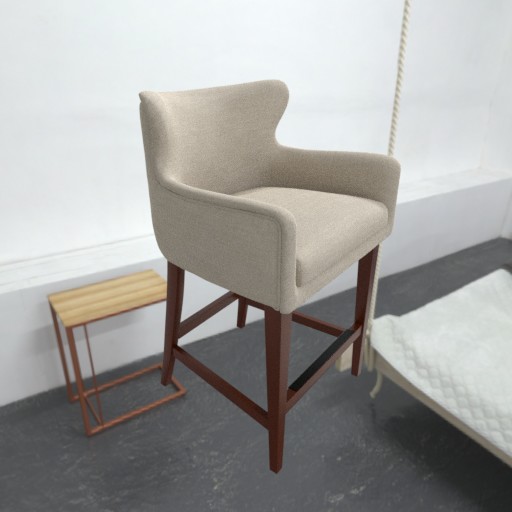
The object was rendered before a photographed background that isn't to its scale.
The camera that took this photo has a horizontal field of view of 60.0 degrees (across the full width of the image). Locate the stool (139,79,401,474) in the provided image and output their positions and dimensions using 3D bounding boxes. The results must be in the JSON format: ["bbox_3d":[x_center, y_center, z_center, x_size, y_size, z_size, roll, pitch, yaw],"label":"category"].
[{"bbox_3d":[0.000,0.000,1.379,0.637,0.987,0.615,18,31,33],"label":"stool"}]
